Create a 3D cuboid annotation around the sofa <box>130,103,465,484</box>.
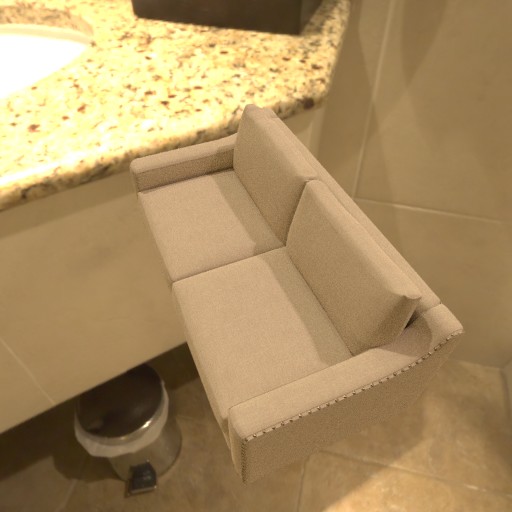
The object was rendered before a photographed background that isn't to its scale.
[{"bbox_3d":[0.000,0.000,2.680,1.104,0.983,2.107,-17,50,-15],"label":"sofa"}]
